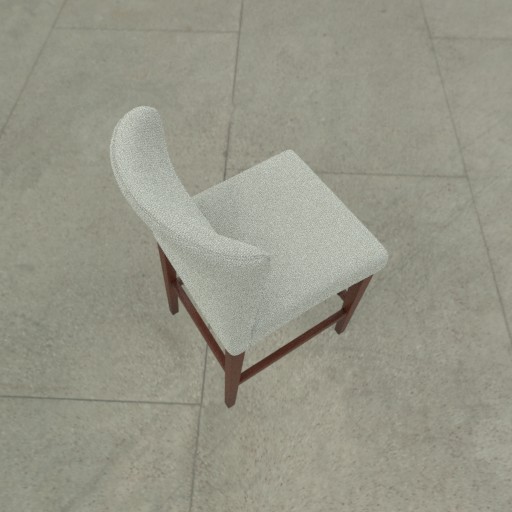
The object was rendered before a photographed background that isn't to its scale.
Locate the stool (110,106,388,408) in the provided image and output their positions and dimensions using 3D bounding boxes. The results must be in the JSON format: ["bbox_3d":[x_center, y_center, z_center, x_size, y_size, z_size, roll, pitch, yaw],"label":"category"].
[{"bbox_3d":[0.000,0.000,1.281,0.568,0.969,0.481,-29,63,-16],"label":"stool"}]
